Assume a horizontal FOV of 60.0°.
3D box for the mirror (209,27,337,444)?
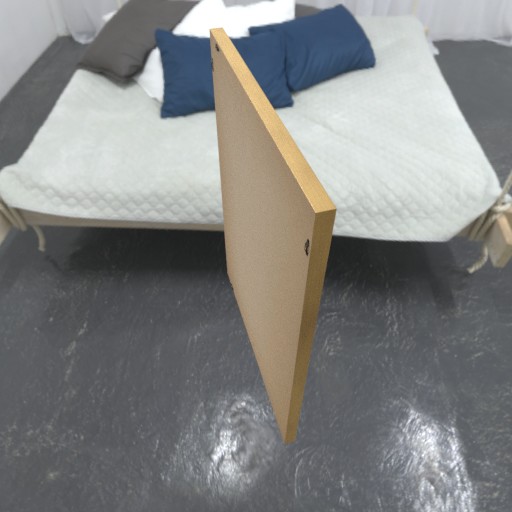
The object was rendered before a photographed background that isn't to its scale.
[{"bbox_3d":[0.000,0.000,1.320,0.041,1.016,0.762,-12,49,-11],"label":"mirror"}]
